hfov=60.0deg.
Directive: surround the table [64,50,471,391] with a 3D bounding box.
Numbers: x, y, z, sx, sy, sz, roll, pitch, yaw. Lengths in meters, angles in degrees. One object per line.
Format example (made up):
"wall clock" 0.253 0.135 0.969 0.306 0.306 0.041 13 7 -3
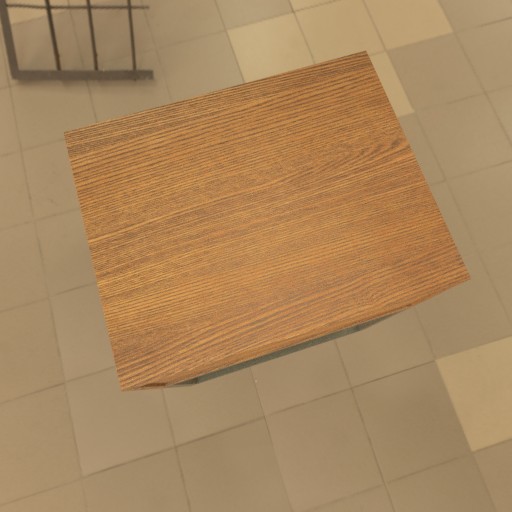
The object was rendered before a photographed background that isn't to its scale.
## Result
"table" 0.000 0.000 0.922 0.482 0.610 0.400 -17 75 -5
